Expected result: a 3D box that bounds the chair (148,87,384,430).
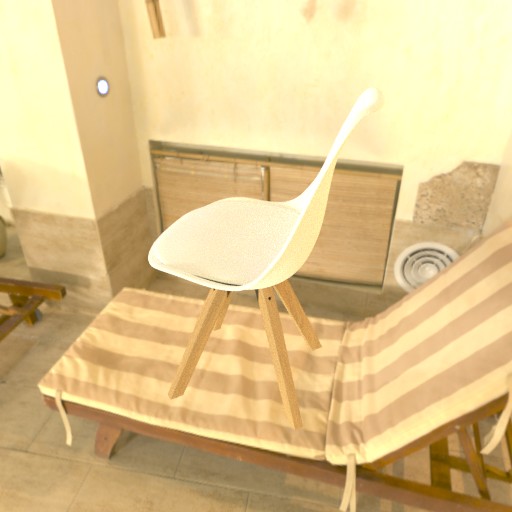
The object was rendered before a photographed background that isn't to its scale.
[{"bbox_3d":[0.000,0.000,1.191,0.550,0.849,0.485,8,32,14],"label":"chair"}]
